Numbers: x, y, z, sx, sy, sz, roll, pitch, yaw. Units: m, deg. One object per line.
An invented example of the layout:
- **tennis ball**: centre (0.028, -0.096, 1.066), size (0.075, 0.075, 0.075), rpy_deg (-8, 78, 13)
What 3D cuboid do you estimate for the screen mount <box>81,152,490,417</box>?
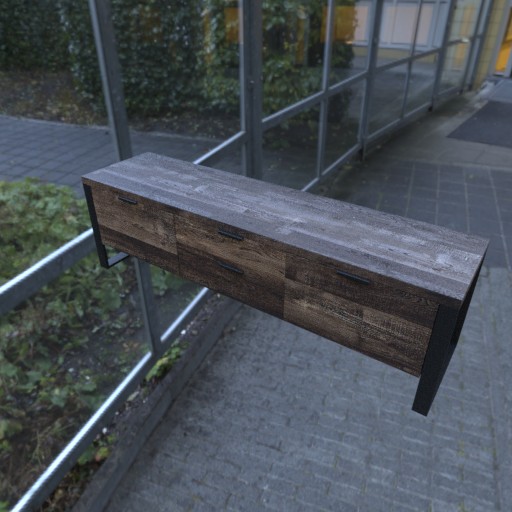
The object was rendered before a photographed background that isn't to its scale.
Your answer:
- **screen mount**: centre (0.000, 0.000, 1.745), size (1.524, 0.450, 0.395), rpy_deg (20, 37, 29)
